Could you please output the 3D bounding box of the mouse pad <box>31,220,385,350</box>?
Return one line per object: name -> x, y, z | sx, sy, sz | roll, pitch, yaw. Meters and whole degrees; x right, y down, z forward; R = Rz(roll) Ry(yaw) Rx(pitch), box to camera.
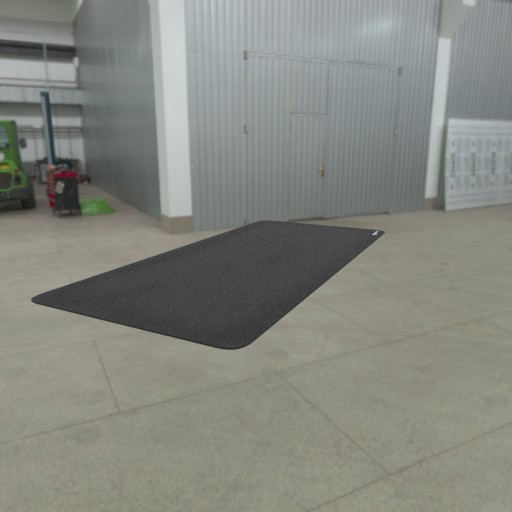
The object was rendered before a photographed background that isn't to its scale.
mouse pad -> 0.000, 0.000, 1.051 | 0.424, 0.003, 0.907 | 7, 16, 27
